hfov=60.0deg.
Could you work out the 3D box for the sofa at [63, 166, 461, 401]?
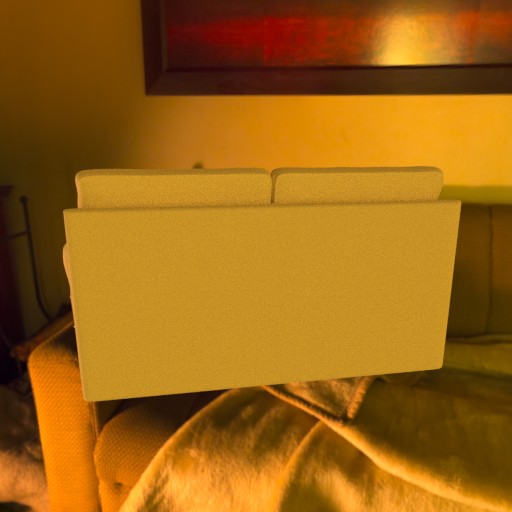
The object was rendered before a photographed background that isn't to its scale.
[{"bbox_3d":[0.000,0.000,2.312,1.727,0.940,0.991,-3,15,-10],"label":"sofa"}]
